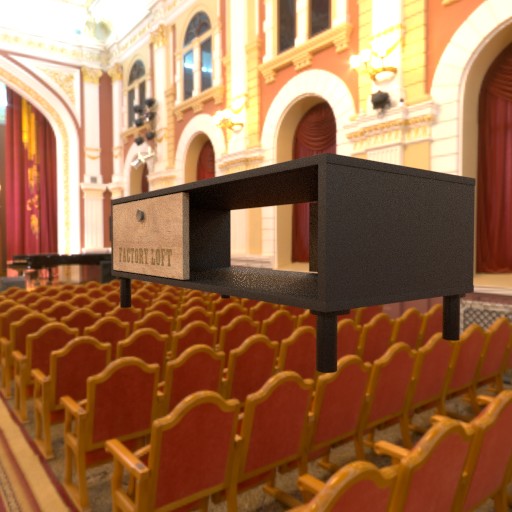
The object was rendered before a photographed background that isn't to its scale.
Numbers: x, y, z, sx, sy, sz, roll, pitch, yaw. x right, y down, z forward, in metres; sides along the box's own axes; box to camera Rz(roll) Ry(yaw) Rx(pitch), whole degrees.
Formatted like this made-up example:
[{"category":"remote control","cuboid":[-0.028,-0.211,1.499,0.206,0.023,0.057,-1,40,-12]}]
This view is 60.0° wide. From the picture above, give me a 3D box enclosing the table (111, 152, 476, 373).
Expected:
[{"category":"table","cuboid":[0.000,0.000,1.379,0.550,0.400,1.100,-1,2,-37]}]
